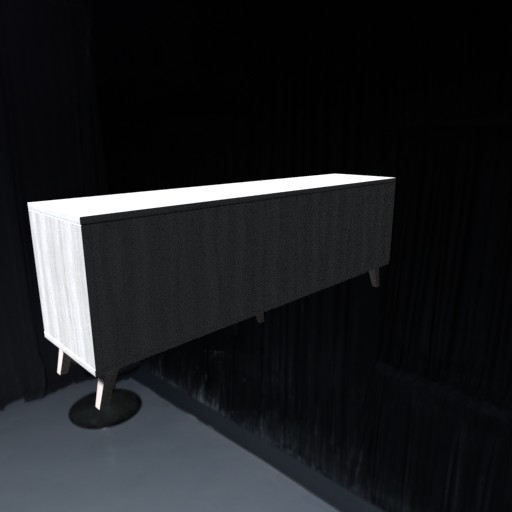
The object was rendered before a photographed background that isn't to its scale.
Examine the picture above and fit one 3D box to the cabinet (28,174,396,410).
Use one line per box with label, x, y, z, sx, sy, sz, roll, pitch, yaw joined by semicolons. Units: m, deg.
cabinet;0.000;0.000;2.525;0.499;0.779;2.198;14;20;43
